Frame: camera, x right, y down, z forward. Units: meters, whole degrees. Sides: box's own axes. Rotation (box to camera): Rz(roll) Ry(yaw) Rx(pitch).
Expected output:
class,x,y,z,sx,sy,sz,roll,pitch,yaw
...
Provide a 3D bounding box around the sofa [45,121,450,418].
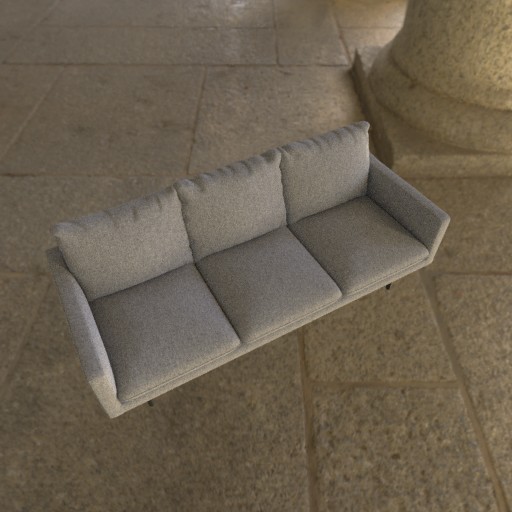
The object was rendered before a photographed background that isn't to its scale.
class,x,y,z,sx,sy,sz,roll,pitch,yaw
sofa,0.000,0.000,2.443,2.000,0.830,0.850,-22,51,-19
